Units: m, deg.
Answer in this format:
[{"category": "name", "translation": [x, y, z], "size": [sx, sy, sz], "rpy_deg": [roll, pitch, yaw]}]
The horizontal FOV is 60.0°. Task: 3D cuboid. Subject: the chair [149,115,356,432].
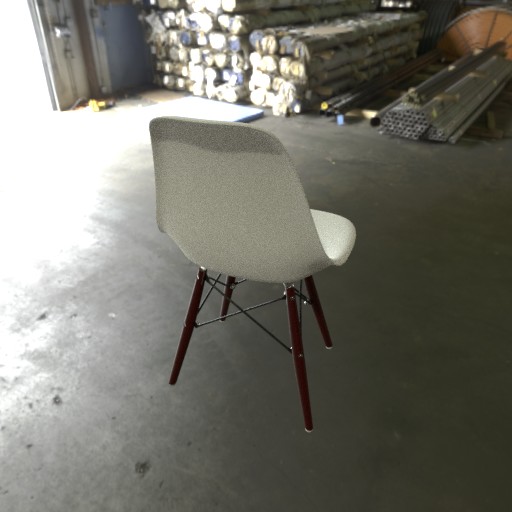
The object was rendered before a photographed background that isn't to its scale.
[{"category": "chair", "translation": [0.000, 0.000, 1.141], "size": [0.470, 0.826, 0.533], "rpy_deg": [11, 34, 17]}]
